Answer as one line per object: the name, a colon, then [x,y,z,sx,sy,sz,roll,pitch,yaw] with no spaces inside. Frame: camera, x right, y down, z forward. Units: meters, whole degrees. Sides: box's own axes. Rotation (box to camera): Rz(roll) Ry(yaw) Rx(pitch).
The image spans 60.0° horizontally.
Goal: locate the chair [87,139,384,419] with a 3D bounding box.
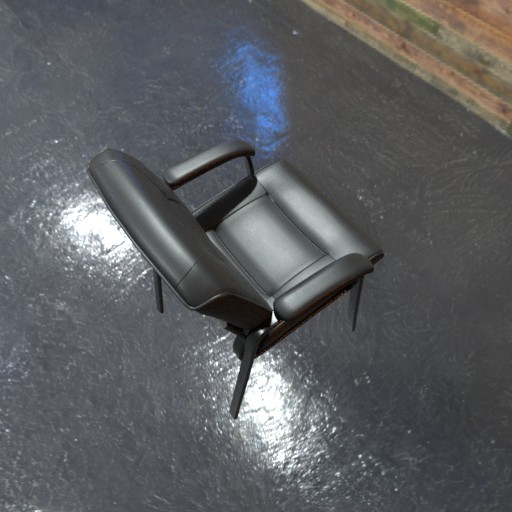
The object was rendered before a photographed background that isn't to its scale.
chair: [0.000,0.000,1.352,0.668,0.910,0.591,-33,64,-18]
